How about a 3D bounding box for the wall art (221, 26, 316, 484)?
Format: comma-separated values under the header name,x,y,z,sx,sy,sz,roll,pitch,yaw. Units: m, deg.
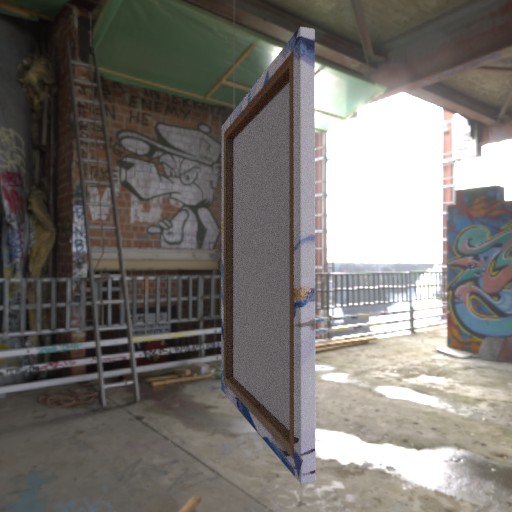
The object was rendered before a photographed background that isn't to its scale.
name,x,y,z,sx,sy,sz,roll,pitch,yaw
wall art,0.000,0.000,1.348,0.038,1.015,0.761,0,-1,-18
